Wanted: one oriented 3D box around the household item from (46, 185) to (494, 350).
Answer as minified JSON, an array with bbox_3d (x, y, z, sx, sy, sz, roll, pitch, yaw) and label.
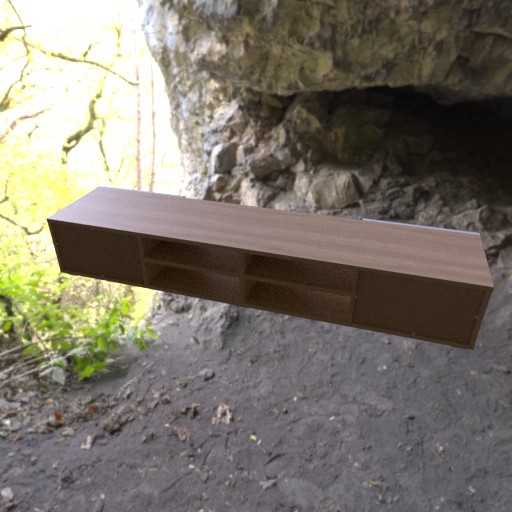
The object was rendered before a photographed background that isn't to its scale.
[{"bbox_3d":[0.000,0.000,2.015,1.850,0.310,0.420,9,32,15],"label":"household item"}]
